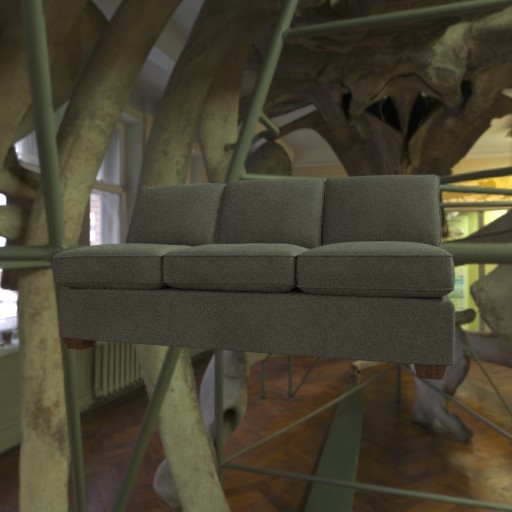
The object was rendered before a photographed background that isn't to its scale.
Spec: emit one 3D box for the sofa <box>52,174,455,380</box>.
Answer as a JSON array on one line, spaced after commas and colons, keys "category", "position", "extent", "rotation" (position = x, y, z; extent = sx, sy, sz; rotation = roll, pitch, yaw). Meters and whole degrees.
[{"category": "sofa", "position": [0.000, 0.000, 2.470], "extent": [1.962, 0.973, 1.027], "rotation": [0, 0, 19]}]
